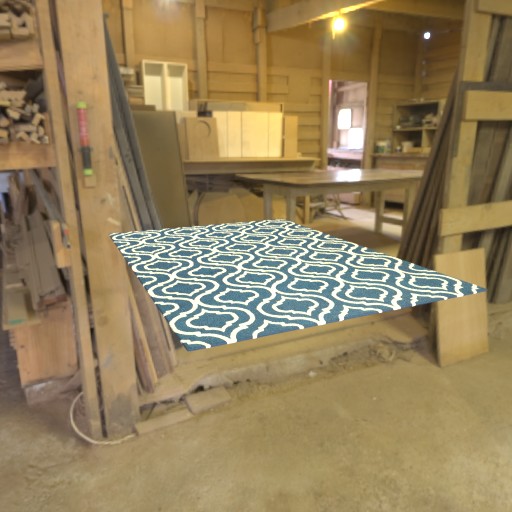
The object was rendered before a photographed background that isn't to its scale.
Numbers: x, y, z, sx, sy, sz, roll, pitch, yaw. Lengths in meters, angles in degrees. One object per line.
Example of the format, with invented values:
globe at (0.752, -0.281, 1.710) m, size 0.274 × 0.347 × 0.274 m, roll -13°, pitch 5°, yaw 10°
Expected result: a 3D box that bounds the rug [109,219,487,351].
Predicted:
rug at (0.000, 0.000, 2.802) m, size 1.524 × 0.010 × 2.134 m, roll -7°, pitch 17°, yaw -24°
